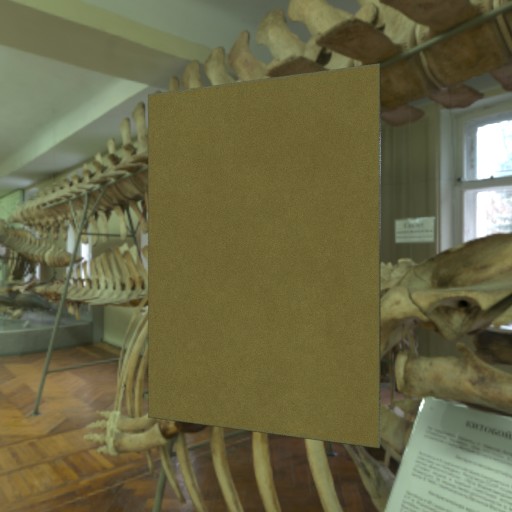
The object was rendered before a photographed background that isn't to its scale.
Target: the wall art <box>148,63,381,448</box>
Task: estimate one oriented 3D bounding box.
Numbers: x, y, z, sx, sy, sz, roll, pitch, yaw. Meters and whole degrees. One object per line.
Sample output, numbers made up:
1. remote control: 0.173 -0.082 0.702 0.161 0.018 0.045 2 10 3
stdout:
1. wall art: 0.000 0.000 0.582 0.314 0.455 0.019 0 0 19
